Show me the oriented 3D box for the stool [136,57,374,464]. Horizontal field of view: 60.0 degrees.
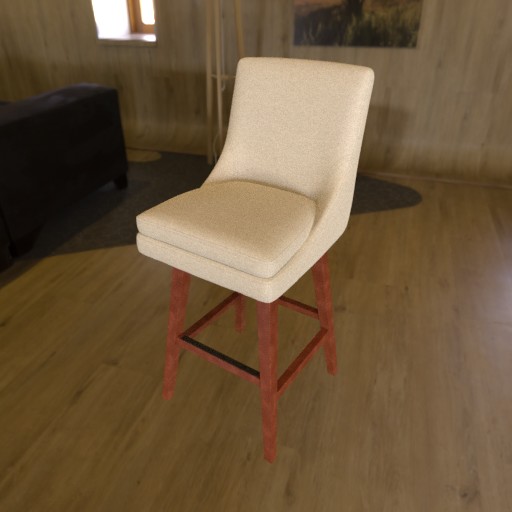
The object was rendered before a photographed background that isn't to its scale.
[{"bbox_3d":[0.000,0.000,1.398,0.470,1.092,0.559,19,35,29],"label":"stool"}]
